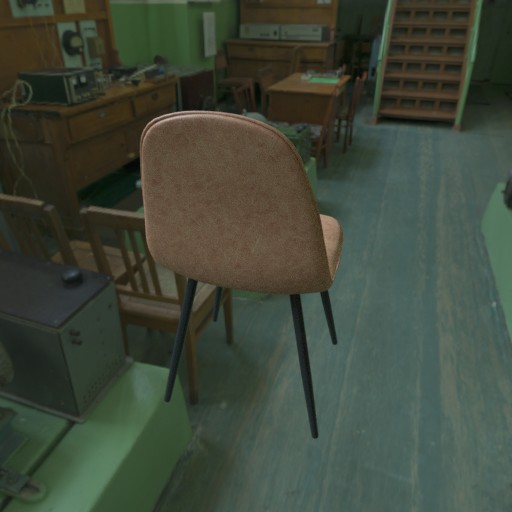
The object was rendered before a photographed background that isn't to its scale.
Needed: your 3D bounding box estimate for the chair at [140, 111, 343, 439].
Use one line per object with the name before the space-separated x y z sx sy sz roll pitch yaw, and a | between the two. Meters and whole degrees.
chair | 0.000 0.000 1.220 0.472 0.889 0.561 9 32 14
